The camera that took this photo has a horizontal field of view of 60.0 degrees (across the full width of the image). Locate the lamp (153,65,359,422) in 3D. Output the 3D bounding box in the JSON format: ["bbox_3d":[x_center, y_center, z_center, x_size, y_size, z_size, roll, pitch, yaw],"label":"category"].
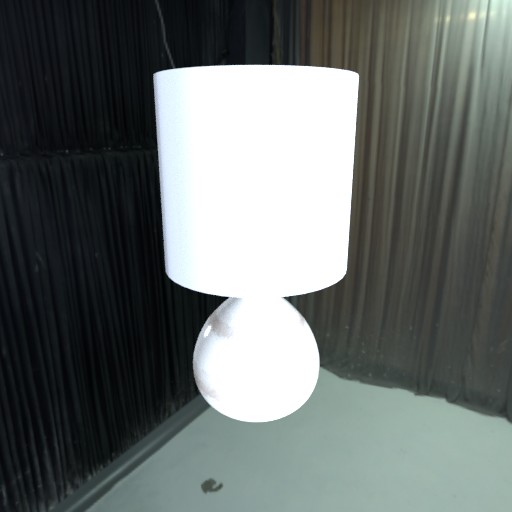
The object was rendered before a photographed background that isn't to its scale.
[{"bbox_3d":[0.000,0.000,0.537,0.217,0.404,0.217,9,19,26],"label":"lamp"}]
